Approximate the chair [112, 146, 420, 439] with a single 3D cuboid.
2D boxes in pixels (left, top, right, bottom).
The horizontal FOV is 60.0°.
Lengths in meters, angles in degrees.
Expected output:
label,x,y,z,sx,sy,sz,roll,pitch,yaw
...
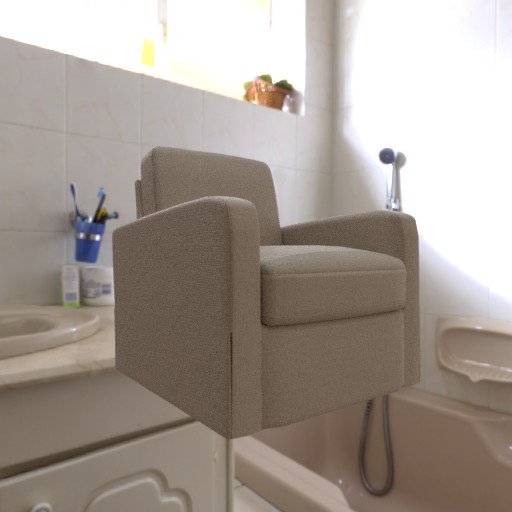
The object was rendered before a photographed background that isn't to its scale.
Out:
label,x,y,z,sx,sy,sz,roll,pitch,yaw
chair,0.000,0.000,1.551,0.755,0.827,0.888,-1,1,-37
